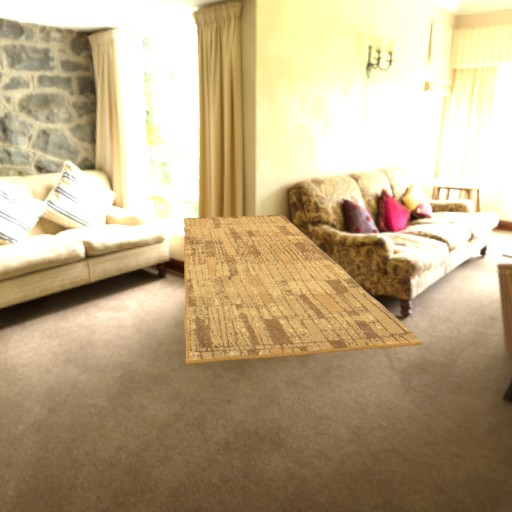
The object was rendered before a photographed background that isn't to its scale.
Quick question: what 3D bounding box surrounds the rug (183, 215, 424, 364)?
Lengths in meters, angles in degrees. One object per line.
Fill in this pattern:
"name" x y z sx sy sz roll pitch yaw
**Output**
"rug" 0.000 0.000 2.656 0.857 0.018 2.383 -3 17 -9
